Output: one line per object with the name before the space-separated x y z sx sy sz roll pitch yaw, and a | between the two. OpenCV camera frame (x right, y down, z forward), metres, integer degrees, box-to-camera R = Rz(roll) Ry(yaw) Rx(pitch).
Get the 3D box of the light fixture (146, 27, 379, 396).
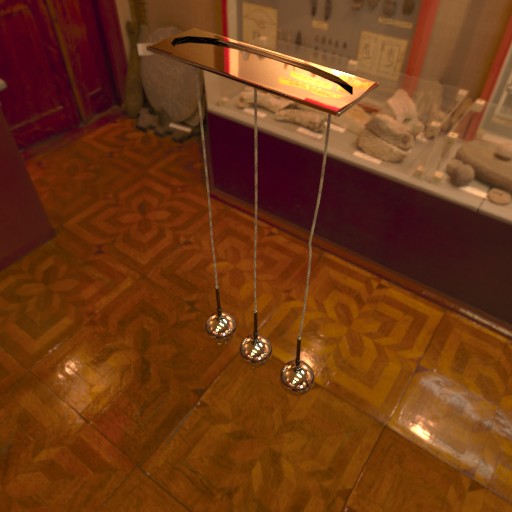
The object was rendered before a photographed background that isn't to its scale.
light fixture | 0.000 0.000 1.640 0.623 1.408 0.188 29 52 25
